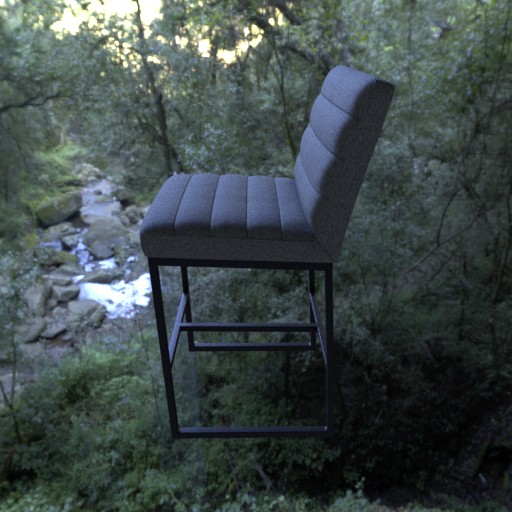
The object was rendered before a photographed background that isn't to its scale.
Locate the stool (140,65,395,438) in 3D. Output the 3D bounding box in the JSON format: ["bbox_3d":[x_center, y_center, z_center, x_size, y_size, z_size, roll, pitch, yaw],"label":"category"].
[{"bbox_3d":[0.000,0.000,1.325,0.571,1.034,0.459,0,27,-1],"label":"stool"}]
